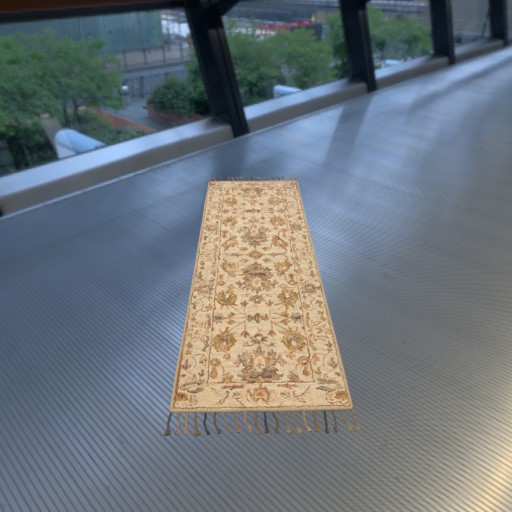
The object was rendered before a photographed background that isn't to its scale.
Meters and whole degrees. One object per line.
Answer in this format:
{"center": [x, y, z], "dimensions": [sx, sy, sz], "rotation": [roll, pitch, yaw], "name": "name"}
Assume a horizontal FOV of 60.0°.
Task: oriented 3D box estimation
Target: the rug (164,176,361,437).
{"center": [0.000, 0.000, 2.655], "dimensions": [0.729, 0.021, 2.438], "rotation": [-1, 33, -1], "name": "rug"}
